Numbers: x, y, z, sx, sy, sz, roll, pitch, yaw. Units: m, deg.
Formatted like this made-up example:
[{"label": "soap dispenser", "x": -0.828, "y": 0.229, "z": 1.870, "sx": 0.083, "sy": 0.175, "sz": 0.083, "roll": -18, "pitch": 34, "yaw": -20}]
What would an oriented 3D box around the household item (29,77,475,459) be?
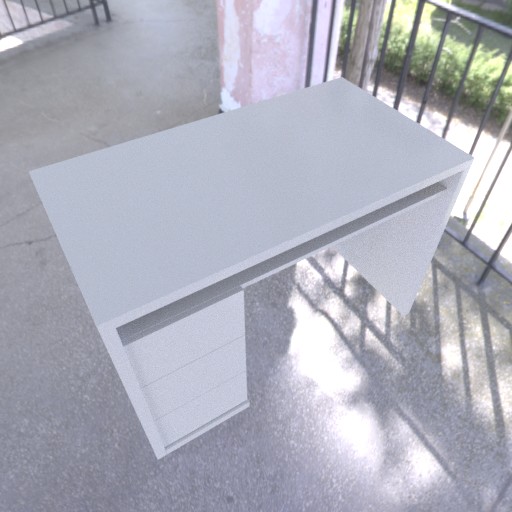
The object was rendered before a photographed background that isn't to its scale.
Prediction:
[{"label": "household item", "x": 0.000, "y": 0.000, "z": 1.513, "sx": 1.100, "sy": 0.749, "sz": 0.597, "roll": -24, "pitch": 51, "yaw": -21}]
